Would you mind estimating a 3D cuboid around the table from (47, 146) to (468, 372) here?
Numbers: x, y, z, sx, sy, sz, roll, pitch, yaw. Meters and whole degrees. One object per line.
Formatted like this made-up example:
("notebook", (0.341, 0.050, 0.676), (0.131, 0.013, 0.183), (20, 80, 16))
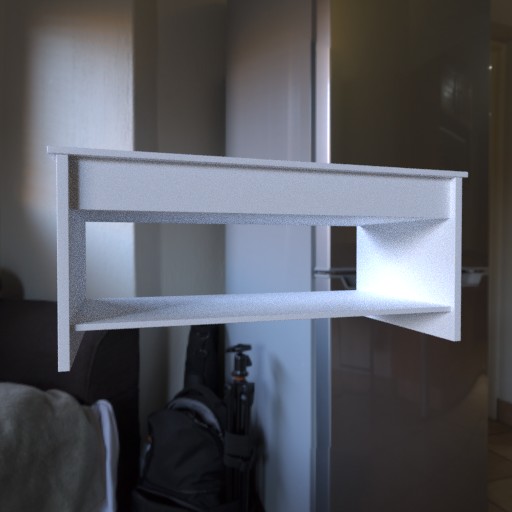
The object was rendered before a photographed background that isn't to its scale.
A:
("table", (0.000, 0.000, 1.246), (1.000, 0.441, 0.500), (0, 1, -17))
